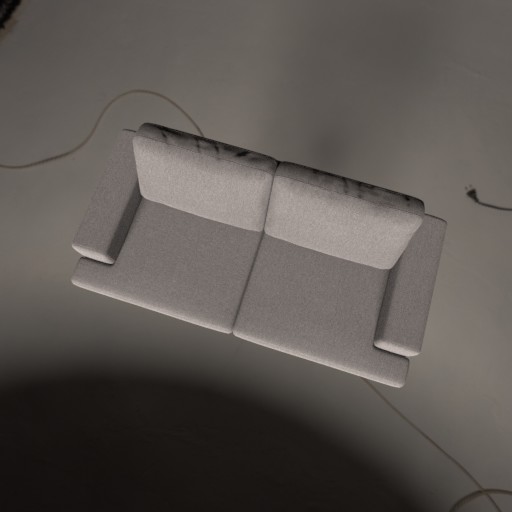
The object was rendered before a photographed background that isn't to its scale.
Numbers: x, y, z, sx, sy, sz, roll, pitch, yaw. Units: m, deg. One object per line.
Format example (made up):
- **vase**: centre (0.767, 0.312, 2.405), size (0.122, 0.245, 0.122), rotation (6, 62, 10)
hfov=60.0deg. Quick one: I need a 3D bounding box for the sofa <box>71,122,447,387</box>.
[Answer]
- **sofa**: centre (0.000, 0.000, 2.144), size (1.650, 0.810, 0.785), rotation (17, 75, 5)
